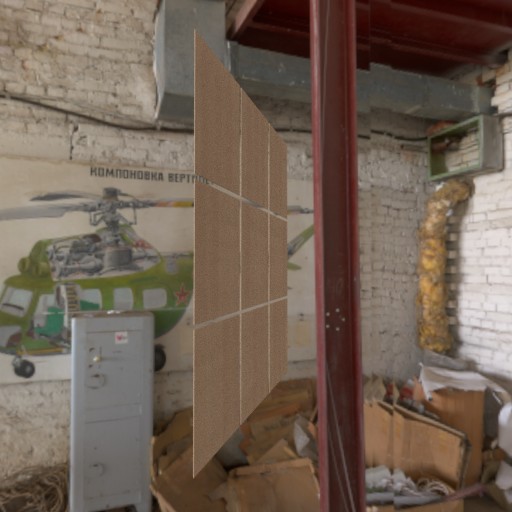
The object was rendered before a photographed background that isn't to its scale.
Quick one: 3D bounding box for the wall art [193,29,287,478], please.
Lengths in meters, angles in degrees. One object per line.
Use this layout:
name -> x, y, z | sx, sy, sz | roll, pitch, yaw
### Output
wall art -> 0.000, 0.000, 2.215 | 0.002, 1.505, 1.517 | 0, -1, 16
